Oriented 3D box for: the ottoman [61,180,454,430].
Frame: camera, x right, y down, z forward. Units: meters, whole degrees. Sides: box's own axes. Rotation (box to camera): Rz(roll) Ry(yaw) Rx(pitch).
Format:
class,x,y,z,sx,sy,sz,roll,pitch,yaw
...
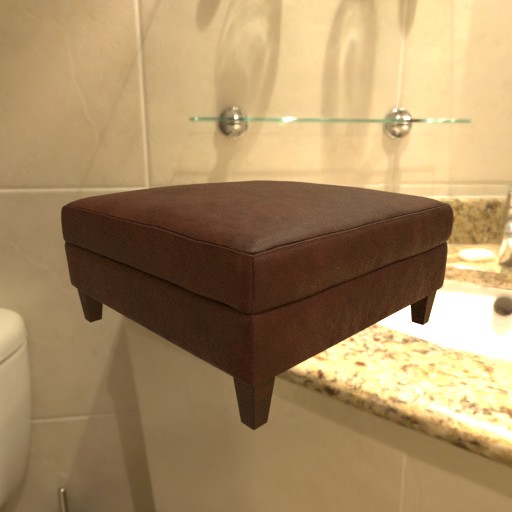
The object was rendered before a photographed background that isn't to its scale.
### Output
class,x,y,z,sx,sy,sz,roll,pitch,yaw
ottoman,0.000,0.000,1.317,0.836,0.415,0.844,-14,21,-42
